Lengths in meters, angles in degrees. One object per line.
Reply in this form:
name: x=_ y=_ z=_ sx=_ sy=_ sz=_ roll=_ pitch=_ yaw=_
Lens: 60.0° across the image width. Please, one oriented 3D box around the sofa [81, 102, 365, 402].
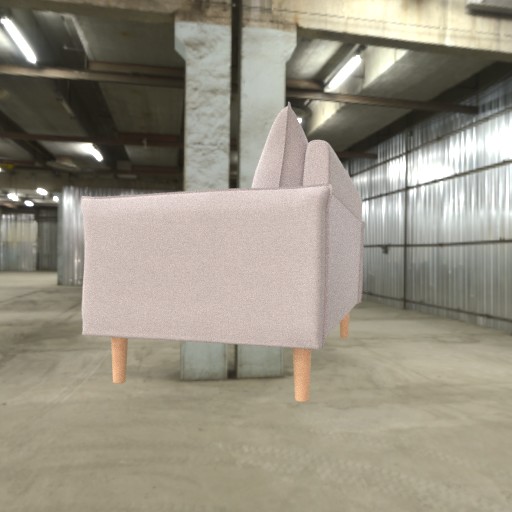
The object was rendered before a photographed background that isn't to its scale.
sofa: x=0.000 y=0.000 z=1.881 sx=0.820 sy=0.840 sz=1.300 roll=0 pitch=0 yaw=18
